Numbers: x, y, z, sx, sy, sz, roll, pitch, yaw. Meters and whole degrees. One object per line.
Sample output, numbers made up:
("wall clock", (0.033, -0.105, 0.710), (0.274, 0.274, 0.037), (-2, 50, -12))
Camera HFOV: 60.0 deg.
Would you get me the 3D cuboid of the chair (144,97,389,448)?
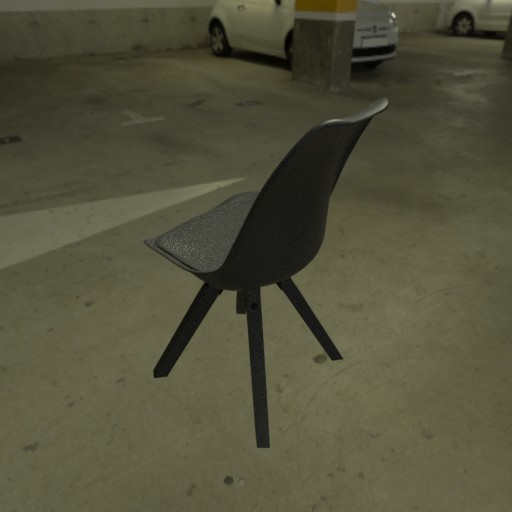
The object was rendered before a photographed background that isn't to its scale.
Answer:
("chair", (0.000, 0.000, 1.204), (0.550, 0.850, 0.485), (21, 37, 31))
